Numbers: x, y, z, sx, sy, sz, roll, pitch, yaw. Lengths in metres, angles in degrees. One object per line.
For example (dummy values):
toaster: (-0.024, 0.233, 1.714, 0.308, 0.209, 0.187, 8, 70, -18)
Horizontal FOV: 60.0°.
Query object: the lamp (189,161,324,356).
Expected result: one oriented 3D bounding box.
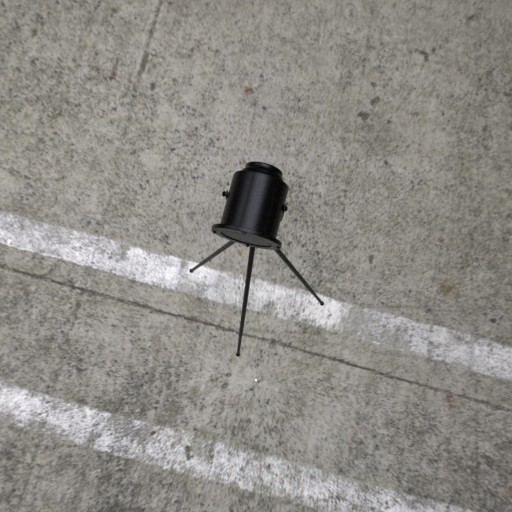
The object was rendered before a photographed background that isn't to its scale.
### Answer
lamp: (0.000, 0.000, 2.095, 0.879, 1.504, 0.884, 14, 75, 4)
